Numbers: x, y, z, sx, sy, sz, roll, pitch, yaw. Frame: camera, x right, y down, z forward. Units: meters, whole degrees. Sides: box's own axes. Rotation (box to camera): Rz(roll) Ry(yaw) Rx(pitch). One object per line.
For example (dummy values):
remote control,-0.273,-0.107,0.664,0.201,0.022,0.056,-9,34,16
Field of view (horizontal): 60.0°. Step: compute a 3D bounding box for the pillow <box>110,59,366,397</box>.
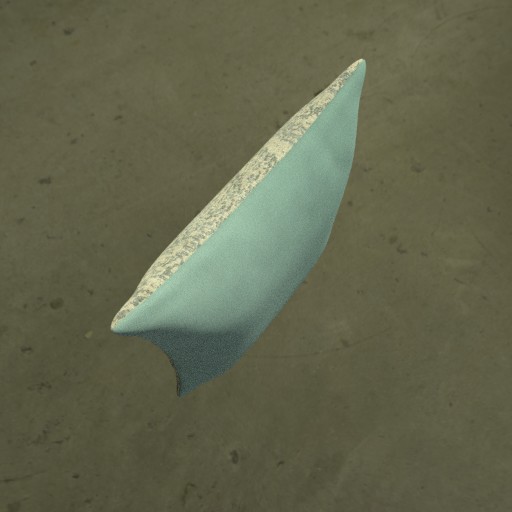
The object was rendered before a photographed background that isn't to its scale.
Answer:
pillow,0.000,0.000,0.795,0.166,0.507,0.526,34,69,15
